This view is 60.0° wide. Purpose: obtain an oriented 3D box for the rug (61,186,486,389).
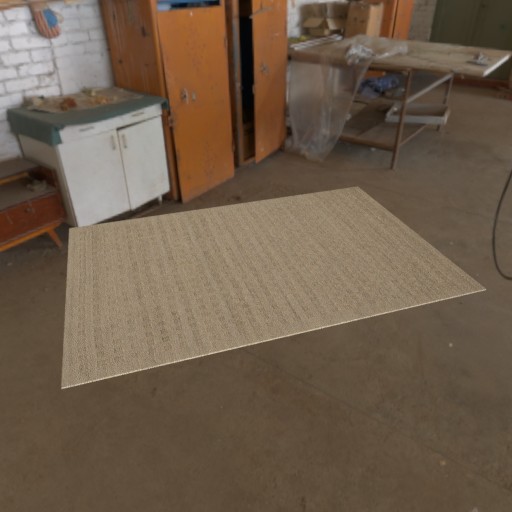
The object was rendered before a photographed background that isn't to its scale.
[{"bbox_3d":[0.000,0.000,2.173,1.752,0.006,1.142,-10,34,-15],"label":"rug"}]
